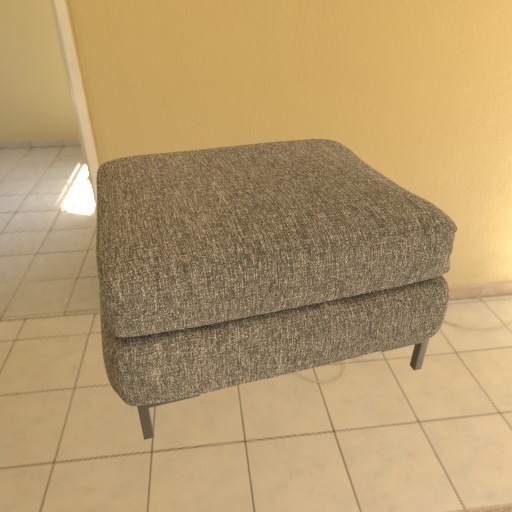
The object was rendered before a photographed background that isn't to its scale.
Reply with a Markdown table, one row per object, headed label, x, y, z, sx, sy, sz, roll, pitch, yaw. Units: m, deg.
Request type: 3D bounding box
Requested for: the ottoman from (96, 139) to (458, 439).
| label | x | y | z | sx | sy | sz | roll | pitch | yaw |
| --- | --- | --- | --- | --- | --- | --- | --- | --- | --- |
| ottoman | 0.000 | 0.000 | 1.217 | 0.828 | 0.480 | 0.683 | -9 | 33 | -15 |
